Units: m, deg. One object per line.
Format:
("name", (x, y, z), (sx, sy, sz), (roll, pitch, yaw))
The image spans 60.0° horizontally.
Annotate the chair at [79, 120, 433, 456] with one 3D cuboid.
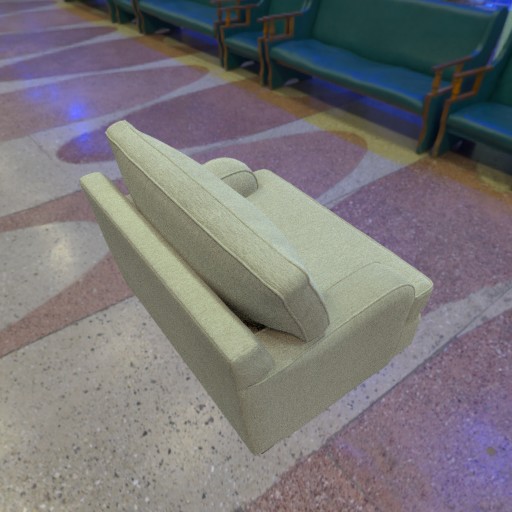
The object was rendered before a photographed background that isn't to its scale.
("chair", (0.000, 0.000, 1.981), (1.041, 1.016, 1.220), (-26, 48, -27))
